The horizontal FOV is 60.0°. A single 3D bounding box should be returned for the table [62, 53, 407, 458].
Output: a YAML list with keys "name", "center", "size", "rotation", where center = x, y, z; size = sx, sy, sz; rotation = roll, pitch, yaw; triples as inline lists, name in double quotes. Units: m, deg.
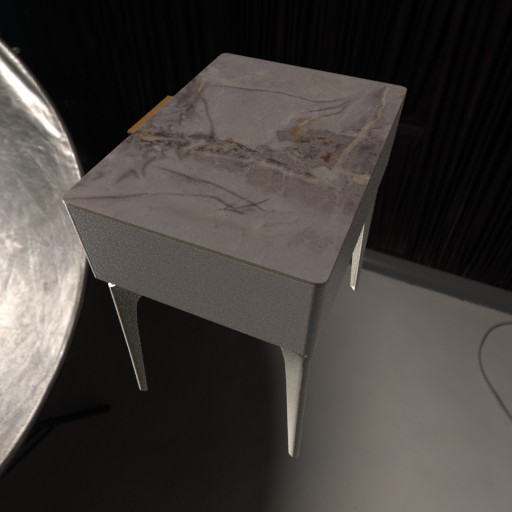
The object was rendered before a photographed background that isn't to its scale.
- name: "table"
  center: [0.000, 0.000, 0.910]
  size: [0.400, 0.570, 0.500]
  rotation: [18, 50, 16]
